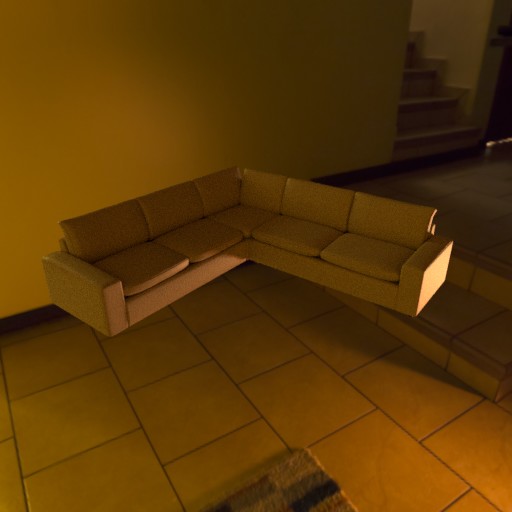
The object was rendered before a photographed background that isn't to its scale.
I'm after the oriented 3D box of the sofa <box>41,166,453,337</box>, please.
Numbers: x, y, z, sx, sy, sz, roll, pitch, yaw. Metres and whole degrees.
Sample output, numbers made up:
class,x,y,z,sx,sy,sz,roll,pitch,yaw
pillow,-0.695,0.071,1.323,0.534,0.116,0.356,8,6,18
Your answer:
class,x,y,z,sx,sy,sz,roll,pitch,yaw
sofa,0.000,0.000,4.086,2.742,0.800,2.622,19,32,33
